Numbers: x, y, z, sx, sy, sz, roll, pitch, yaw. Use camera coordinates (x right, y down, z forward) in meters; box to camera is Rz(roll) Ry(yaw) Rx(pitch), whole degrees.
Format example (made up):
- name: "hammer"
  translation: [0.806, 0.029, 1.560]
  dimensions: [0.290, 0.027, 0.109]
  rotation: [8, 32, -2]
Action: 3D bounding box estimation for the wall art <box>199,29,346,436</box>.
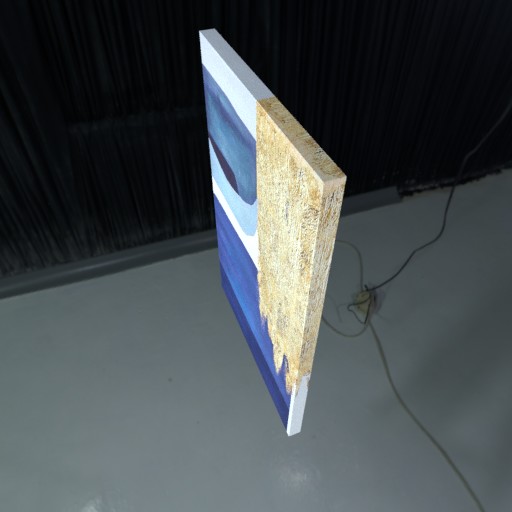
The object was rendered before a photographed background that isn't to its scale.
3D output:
- name: "wall art"
  translation: [0.000, 0.000, 1.152]
  dimensions: [0.039, 0.911, 0.607]
  rotation: [-16, 49, -15]
